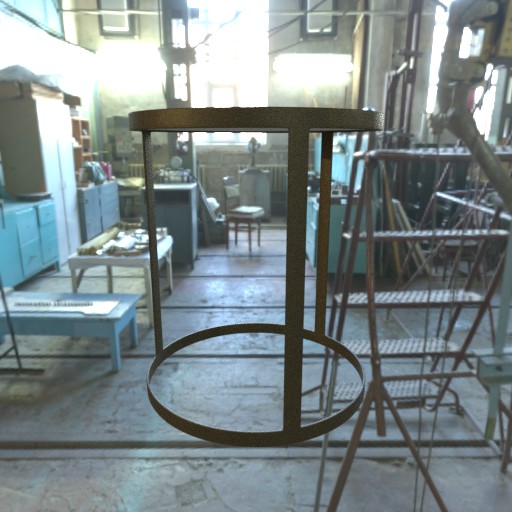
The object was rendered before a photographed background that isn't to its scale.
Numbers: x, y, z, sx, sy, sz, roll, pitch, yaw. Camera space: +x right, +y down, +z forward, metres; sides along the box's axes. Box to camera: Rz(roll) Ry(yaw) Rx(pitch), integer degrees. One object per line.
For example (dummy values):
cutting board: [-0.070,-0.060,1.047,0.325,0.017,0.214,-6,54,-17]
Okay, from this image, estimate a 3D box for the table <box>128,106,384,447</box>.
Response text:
table: [0.000,0.000,0.935,0.480,0.565,0.480,0,15,0]
